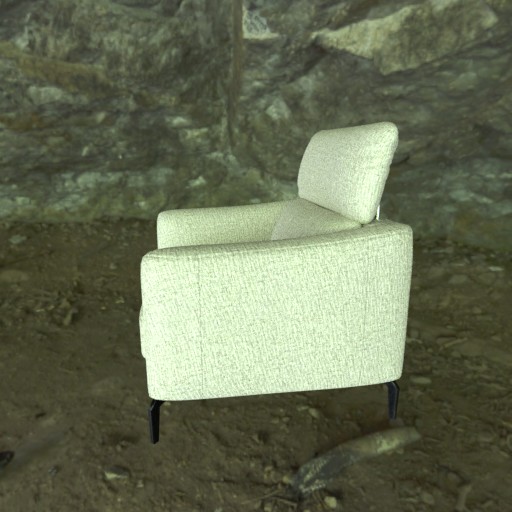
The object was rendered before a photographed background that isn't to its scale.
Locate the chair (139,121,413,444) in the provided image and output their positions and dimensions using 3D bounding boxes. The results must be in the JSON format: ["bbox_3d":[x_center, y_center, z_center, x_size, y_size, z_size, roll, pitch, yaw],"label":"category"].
[{"bbox_3d":[0.000,0.000,1.711,0.835,0.967,0.972,-2,14,-9],"label":"chair"}]
